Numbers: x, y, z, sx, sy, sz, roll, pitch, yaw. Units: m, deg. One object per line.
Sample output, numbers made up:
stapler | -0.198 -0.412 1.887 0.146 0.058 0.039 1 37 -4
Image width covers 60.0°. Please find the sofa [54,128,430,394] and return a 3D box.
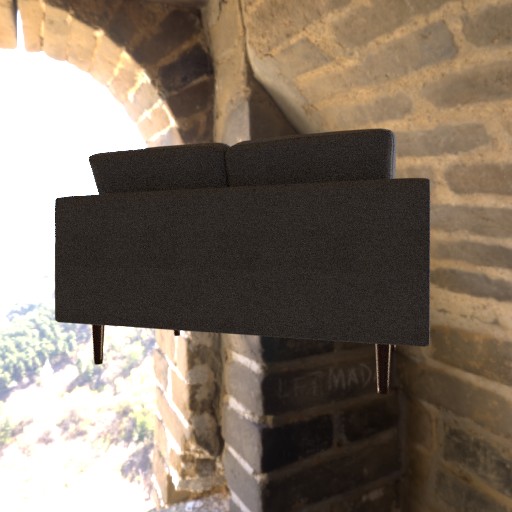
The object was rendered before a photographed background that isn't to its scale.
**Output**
sofa | 0.000 0.000 2.133 1.527 0.973 0.969 0 1 19
